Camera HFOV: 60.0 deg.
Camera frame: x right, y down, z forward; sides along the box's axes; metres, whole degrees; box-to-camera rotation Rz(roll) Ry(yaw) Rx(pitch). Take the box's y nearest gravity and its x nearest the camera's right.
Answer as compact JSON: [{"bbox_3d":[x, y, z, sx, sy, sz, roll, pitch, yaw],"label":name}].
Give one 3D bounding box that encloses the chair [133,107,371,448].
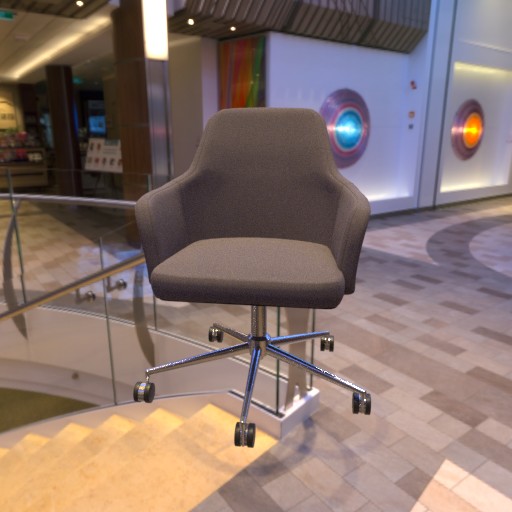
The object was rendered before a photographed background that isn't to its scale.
[{"bbox_3d":[0.000,0.000,1.244,0.655,0.820,0.600,2,16,8],"label":"chair"}]
